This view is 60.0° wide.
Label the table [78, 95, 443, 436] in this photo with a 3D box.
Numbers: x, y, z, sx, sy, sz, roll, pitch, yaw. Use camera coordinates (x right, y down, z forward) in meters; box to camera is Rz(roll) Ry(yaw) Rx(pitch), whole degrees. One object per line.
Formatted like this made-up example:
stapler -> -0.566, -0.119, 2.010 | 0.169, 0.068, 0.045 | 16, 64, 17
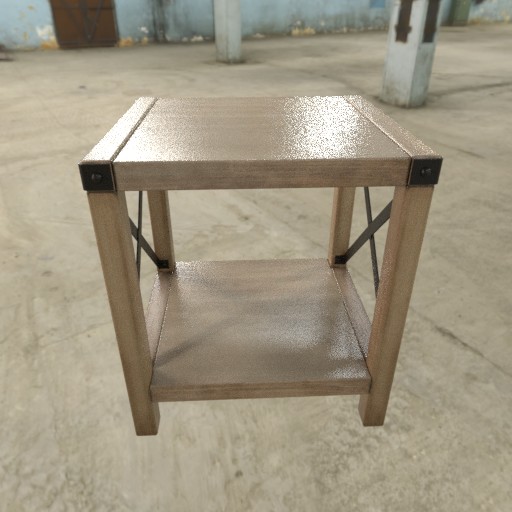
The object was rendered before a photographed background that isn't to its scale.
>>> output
table -> 0.000, 0.000, 0.929 | 0.510, 0.561, 0.459 | -1, 30, -2
